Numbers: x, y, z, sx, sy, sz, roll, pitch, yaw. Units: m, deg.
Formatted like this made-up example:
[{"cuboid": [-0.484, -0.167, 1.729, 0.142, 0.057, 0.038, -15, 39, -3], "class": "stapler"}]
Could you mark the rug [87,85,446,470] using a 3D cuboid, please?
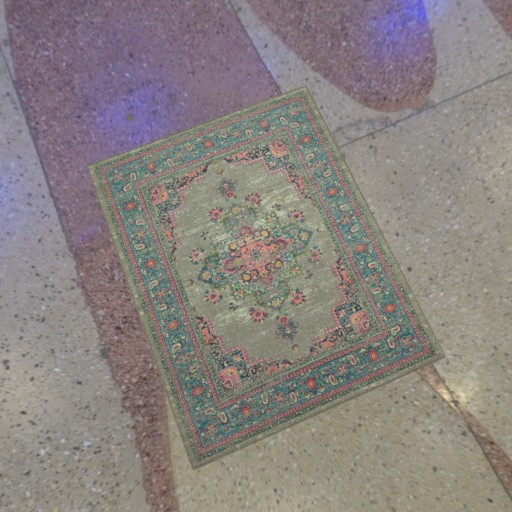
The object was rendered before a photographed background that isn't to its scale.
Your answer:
[{"cuboid": [0.000, 0.000, 4.228, 2.434, 0.013, 3.057, -22, 76, -6], "class": "rug"}]
